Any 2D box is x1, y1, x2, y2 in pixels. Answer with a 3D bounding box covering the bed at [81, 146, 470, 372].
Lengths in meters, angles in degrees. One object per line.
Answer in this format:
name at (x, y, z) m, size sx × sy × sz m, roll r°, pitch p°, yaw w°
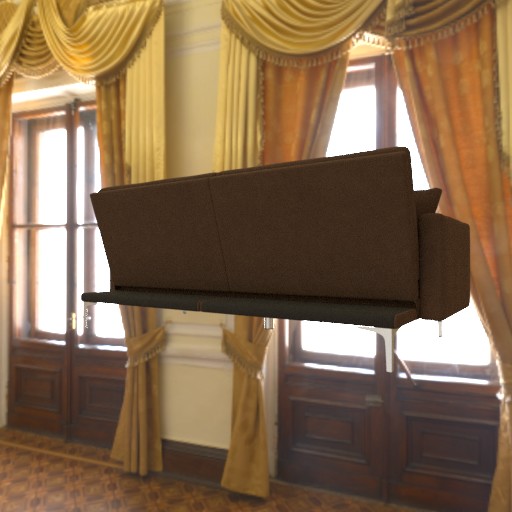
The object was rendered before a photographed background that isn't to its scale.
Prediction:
bed at (0.000, 0.000, 2.304) m, size 1.905 × 0.787 × 0.889 m, roll 0°, pitch 0°, yaw 34°
